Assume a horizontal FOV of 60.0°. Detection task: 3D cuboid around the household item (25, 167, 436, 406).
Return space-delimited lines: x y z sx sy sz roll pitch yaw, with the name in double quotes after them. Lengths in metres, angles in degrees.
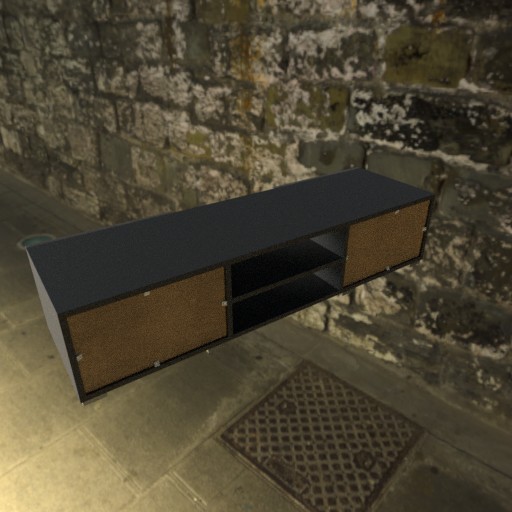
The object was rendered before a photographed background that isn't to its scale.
0.000 0.000 1.602 1.400 0.310 0.420 -18 33 -29 "household item"
